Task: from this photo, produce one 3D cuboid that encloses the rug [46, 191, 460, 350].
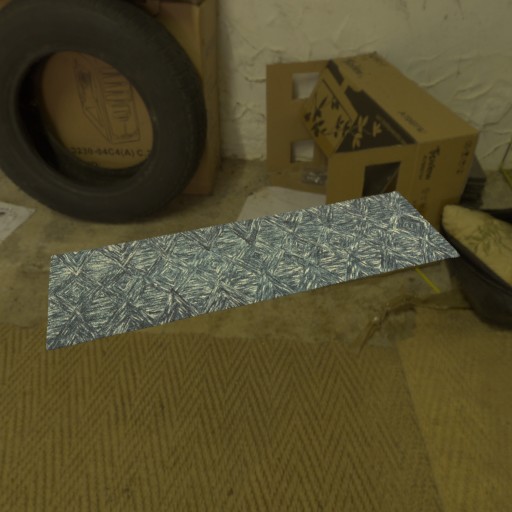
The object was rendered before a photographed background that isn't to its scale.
[{"bbox_3d":[0.000,0.000,2.604,2.306,0.013,0.719,-12,43,-13],"label":"rug"}]
